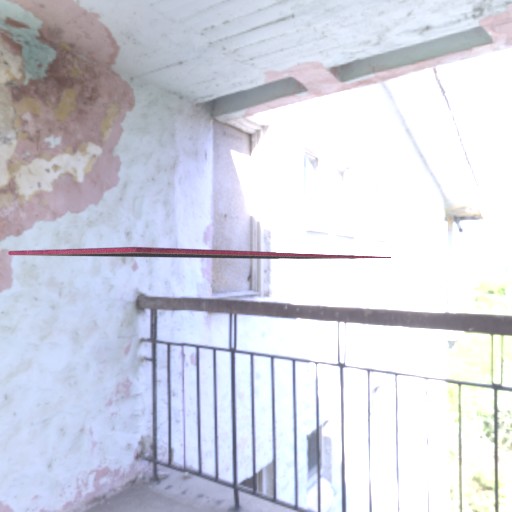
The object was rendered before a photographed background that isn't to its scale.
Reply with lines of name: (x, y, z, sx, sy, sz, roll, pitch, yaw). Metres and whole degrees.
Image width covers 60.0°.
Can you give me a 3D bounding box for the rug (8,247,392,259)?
rug: (0.000, 0.000, 2.606, 0.813, 0.018, 2.439, -1, -1, 35)
